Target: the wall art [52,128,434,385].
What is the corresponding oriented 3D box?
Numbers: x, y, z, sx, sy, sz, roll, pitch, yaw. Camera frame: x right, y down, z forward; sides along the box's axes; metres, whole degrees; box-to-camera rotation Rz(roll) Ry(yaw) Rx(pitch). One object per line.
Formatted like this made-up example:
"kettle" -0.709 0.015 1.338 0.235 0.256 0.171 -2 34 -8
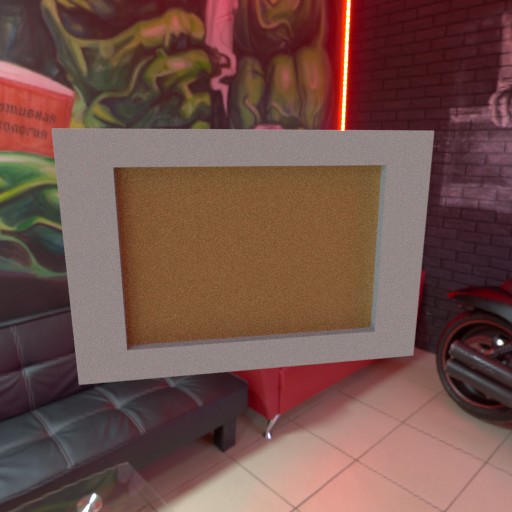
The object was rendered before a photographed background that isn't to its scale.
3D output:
"wall art" 0.000 0.000 1.127 0.906 0.617 0.033 -2 14 -10
